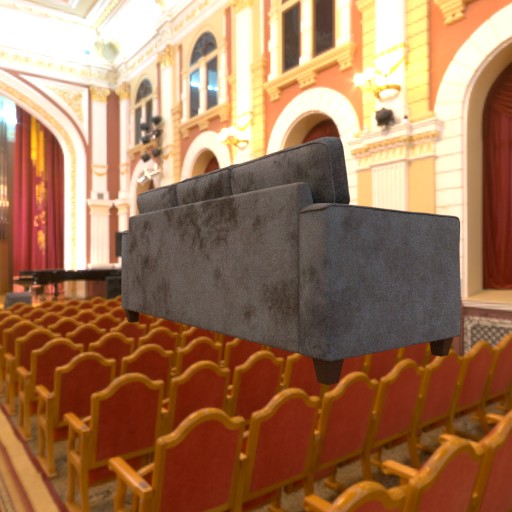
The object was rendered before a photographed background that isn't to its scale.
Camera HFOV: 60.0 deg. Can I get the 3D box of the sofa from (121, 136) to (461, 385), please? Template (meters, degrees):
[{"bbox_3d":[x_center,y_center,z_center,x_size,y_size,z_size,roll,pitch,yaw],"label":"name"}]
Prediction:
[{"bbox_3d":[0.000,0.000,2.703,0.939,0.965,2.133,0,0,-37],"label":"sofa"}]
